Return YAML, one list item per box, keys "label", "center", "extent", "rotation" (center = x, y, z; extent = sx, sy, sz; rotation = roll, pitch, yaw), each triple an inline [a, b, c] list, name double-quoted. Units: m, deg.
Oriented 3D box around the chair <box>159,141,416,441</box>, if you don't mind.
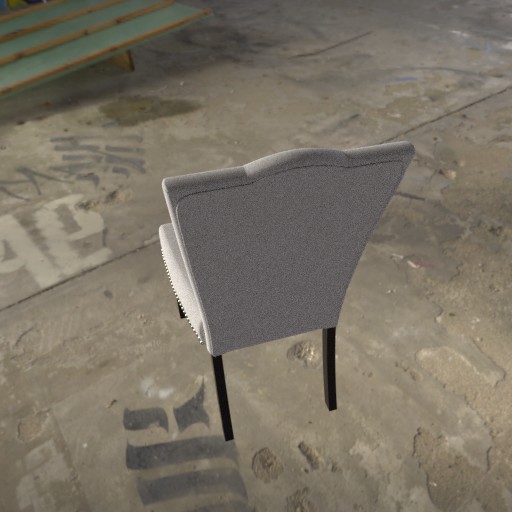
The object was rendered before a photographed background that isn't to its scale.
- label: "chair"
  center: [0.000, 0.000, 1.297]
  extent: [0.518, 0.946, 0.589]
  rotation: [-11, 43, -12]
